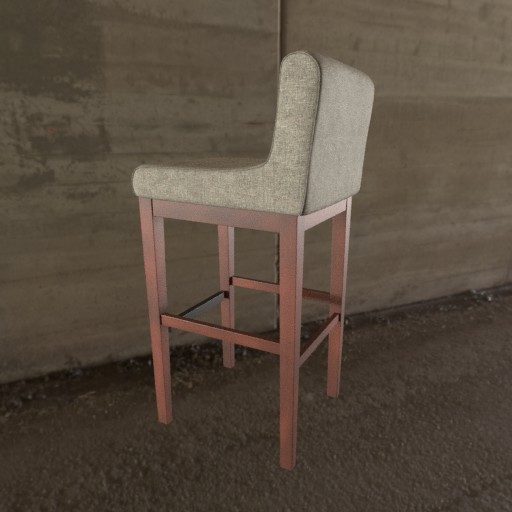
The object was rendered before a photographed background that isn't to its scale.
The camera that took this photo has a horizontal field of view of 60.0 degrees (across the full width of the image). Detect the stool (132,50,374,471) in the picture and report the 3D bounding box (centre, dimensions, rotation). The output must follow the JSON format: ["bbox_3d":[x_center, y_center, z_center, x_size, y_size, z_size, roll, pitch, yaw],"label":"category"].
[{"bbox_3d":[0.000,0.000,1.222,0.499,0.965,0.426,8,18,27],"label":"stool"}]
